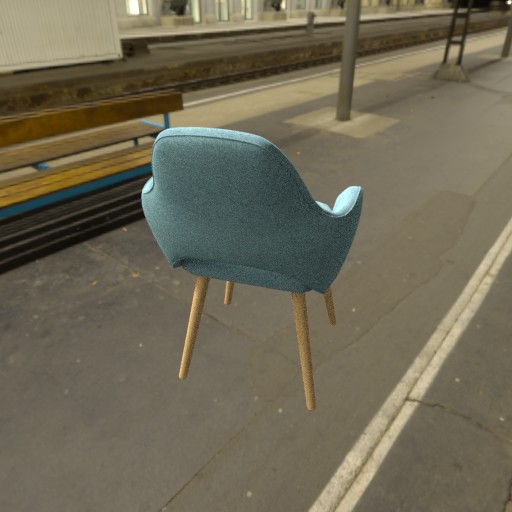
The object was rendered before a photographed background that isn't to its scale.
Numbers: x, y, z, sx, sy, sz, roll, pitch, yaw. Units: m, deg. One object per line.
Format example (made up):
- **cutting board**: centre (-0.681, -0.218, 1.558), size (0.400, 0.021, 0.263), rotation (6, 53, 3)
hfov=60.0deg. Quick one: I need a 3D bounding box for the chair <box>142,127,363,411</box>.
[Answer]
- **chair**: centre (0.000, 0.000, 1.350), size (0.589, 0.920, 0.666), rotation (9, 32, 15)
